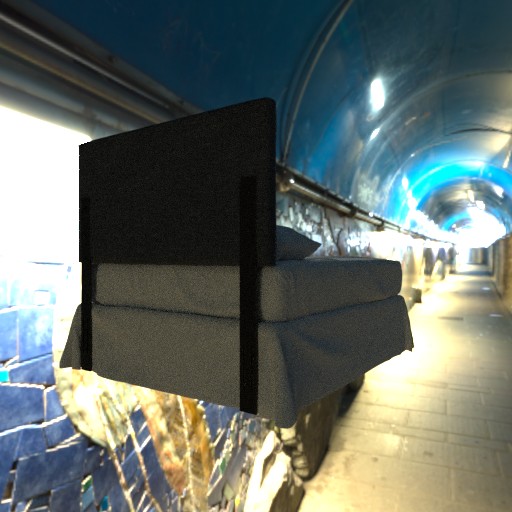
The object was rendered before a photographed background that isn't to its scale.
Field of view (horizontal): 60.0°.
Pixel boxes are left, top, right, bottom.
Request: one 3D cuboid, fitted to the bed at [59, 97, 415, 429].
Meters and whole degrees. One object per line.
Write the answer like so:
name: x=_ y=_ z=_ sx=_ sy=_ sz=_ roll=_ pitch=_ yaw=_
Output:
bed: x=0.000 y=0.000 z=3.459 sx=1.936 sy=1.577 sz=2.222 roll=0 pitch=0 yaw=36
